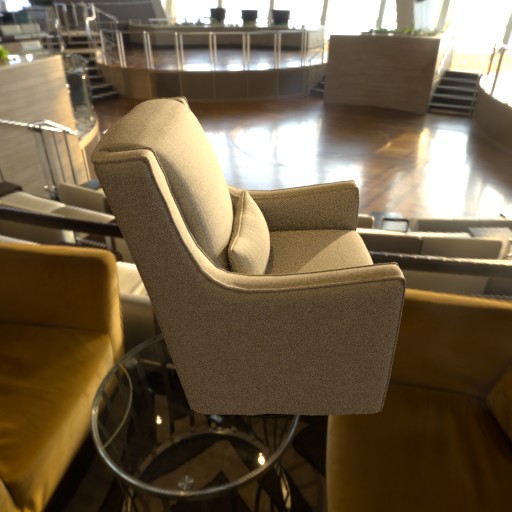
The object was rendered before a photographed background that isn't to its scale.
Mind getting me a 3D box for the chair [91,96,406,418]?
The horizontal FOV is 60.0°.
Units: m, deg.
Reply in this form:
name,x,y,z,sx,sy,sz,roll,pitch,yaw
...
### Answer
name,x,y,z,sx,sy,sz,roll,pitch,yaw
chair,0.000,0.000,1.577,0.879,0.993,0.732,0,31,0
